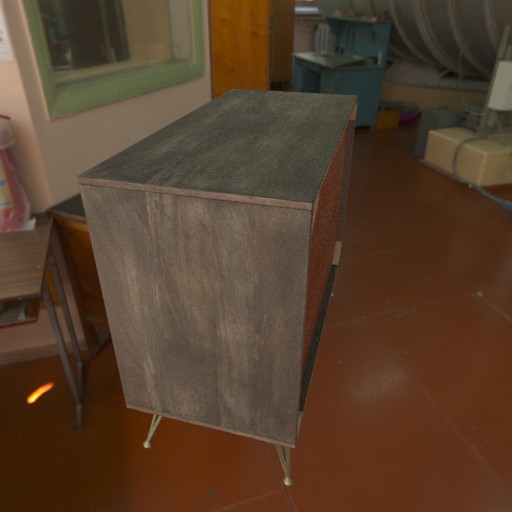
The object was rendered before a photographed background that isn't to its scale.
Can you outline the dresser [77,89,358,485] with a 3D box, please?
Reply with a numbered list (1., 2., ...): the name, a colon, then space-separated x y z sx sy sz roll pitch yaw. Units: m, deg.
1. dresser: 0.000 0.000 1.363 0.453 0.801 0.923 8 32 14
